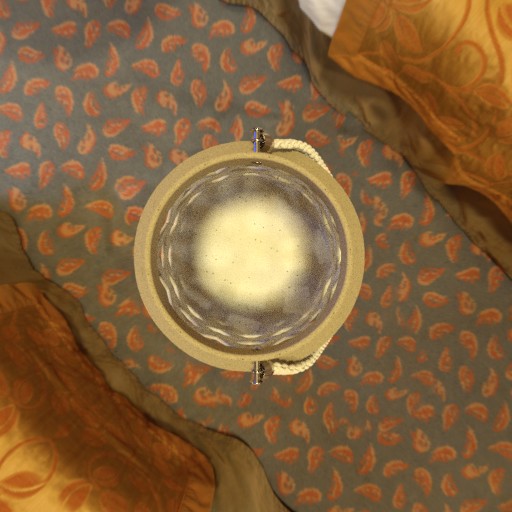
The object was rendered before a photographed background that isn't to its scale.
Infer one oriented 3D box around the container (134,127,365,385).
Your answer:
[{"bbox_3d":[0.000,0.000,0.394,0.198,0.264,0.188,0,90,0],"label":"container"}]
